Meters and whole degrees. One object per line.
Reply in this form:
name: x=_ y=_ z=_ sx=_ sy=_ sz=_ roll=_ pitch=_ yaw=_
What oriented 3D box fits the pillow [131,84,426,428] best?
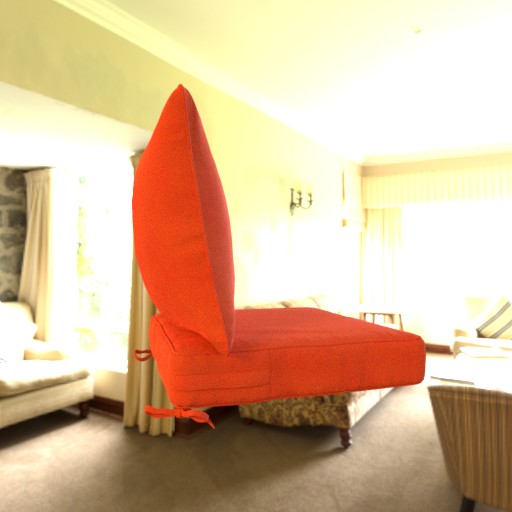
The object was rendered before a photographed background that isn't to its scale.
pillow: x=0.000 y=0.000 z=1.355 sx=0.733 sy=0.725 sz=0.798 roll=0 pitch=0 yaw=-18
